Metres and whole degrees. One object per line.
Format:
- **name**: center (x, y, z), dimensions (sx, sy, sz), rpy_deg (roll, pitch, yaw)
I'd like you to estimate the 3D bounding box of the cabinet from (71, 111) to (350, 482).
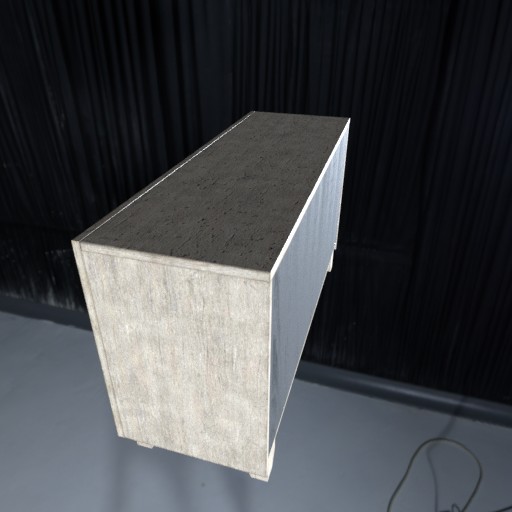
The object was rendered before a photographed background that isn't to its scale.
- **cabinet**: center (0.000, 0.000, 1.827), dimensions (0.511, 0.825, 1.460), rpy_deg (9, 32, 15)
